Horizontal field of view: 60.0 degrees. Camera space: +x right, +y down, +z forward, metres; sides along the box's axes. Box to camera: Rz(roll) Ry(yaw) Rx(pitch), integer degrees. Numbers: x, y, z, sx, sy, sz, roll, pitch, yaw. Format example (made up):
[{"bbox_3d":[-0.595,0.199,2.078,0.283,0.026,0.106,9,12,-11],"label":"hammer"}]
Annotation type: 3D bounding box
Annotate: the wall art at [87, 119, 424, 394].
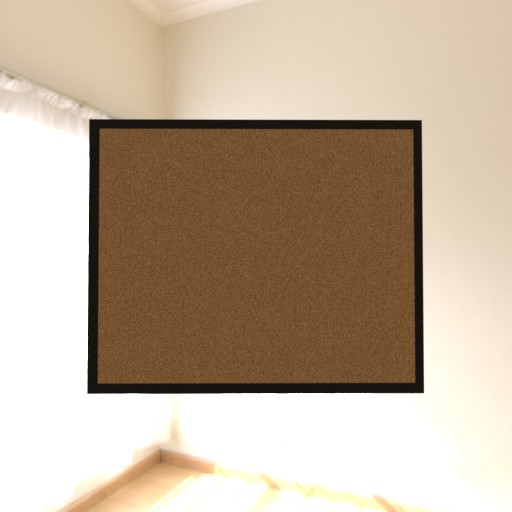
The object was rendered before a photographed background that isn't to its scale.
[{"bbox_3d":[0.000,0.000,0.539,0.397,0.325,0.028,0,-1,0],"label":"wall art"}]
